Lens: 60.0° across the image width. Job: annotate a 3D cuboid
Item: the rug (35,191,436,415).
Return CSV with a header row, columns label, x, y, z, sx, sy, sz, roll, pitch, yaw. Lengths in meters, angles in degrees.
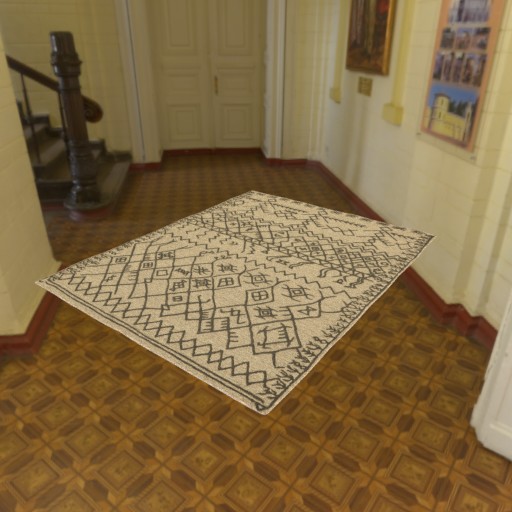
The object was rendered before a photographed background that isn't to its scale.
label,x,y,z,sx,sy,sz,roll,pitch,yaw
rug,0.000,0.000,3.361,1.964,0.025,2.455,19,32,32
